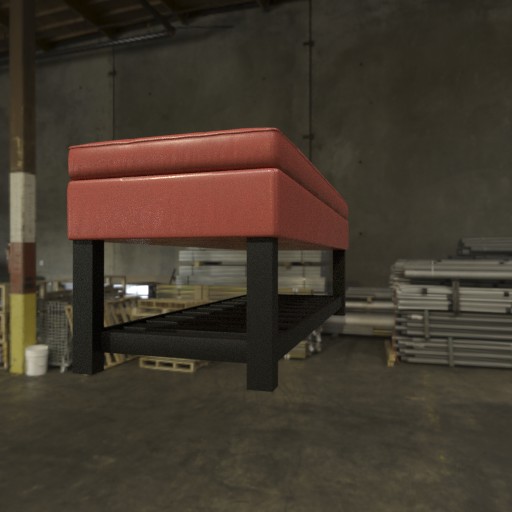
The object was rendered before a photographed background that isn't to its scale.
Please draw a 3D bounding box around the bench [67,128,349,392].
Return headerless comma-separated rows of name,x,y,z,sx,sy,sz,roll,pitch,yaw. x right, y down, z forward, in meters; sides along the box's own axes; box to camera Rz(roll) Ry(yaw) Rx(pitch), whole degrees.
bench,0.000,0.000,1.311,0.432,0.460,1.105,0,0,18
